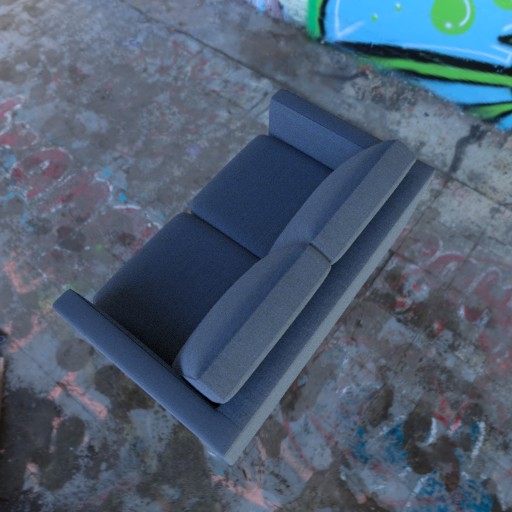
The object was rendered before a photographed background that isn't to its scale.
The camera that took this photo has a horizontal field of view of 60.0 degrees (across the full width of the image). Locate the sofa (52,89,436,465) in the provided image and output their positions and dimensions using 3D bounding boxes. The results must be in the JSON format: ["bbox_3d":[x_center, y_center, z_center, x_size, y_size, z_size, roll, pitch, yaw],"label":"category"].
[{"bbox_3d":[0.000,0.000,2.266,0.999,0.907,1.659,34,67,17],"label":"sofa"}]
